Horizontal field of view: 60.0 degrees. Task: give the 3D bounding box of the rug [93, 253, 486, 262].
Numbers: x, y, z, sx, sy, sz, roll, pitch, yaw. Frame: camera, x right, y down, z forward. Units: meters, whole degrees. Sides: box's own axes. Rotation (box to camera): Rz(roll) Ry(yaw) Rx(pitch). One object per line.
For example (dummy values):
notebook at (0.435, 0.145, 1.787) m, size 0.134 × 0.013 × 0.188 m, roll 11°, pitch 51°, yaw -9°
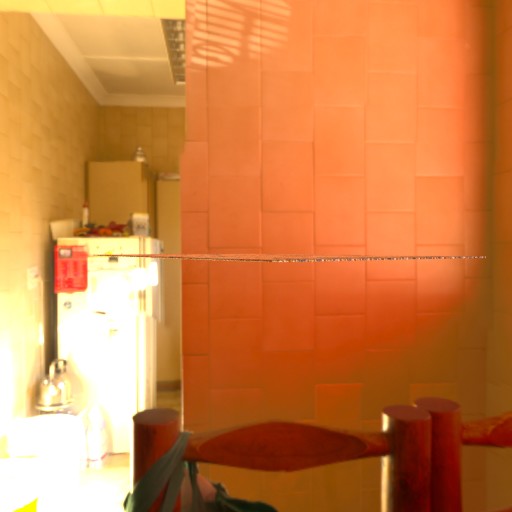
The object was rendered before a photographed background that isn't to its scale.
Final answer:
rug at (0.000, 0.000, 3.084) m, size 1.533 × 0.010 × 2.428 m, roll -1°, pitch 1°, yaw -36°
